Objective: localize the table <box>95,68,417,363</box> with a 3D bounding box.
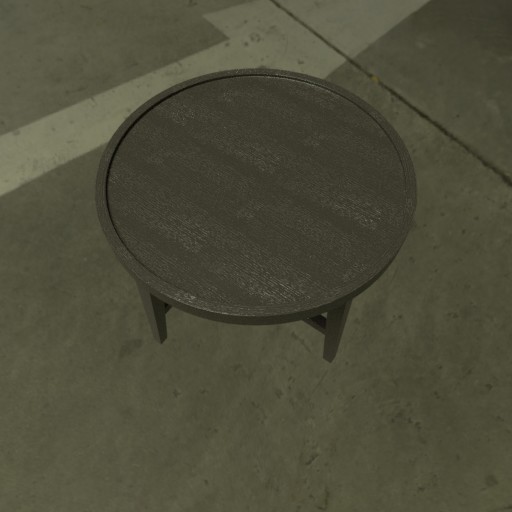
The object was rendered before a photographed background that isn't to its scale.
[{"bbox_3d":[0.000,0.000,0.925,0.500,0.531,0.500,0,59,0],"label":"table"}]
